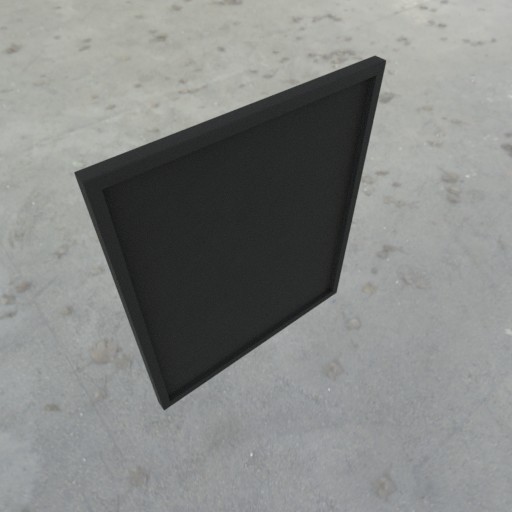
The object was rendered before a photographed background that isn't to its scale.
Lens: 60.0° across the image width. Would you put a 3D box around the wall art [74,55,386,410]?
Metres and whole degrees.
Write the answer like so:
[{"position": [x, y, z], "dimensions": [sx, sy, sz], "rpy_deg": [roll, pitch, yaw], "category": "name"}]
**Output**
[{"position": [0.000, 0.000, 0.700], "dimensions": [0.432, 0.508, 0.021], "rpy_deg": [-30, 54, -25], "category": "wall art"}]
